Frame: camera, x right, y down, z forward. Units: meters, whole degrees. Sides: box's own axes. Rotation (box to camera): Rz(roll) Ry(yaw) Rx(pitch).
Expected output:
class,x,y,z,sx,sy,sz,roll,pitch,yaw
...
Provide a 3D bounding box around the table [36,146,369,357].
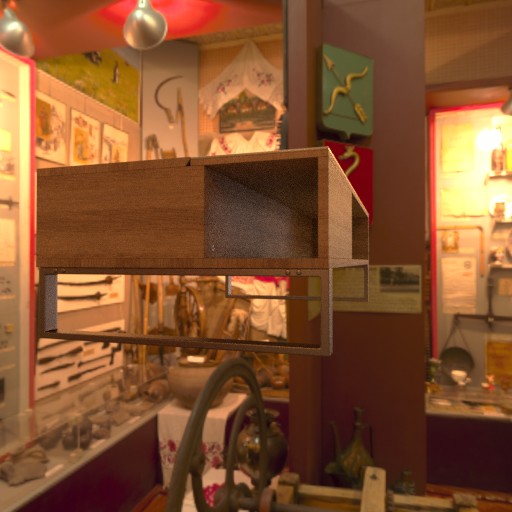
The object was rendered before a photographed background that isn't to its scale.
class,x,y,z,sx,sy,sz,roll,pitch,yaw
table,0.000,0.000,1.345,0.600,0.350,1.100,0,-1,18
